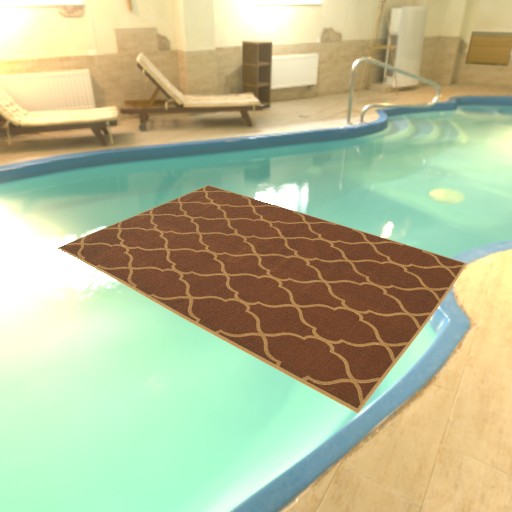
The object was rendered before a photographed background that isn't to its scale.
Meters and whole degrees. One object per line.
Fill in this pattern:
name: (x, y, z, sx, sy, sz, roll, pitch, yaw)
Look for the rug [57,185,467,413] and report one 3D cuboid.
rug: (0.000, 0.000, 2.946, 2.290, 0.014, 1.526, 21, 36, 32)
